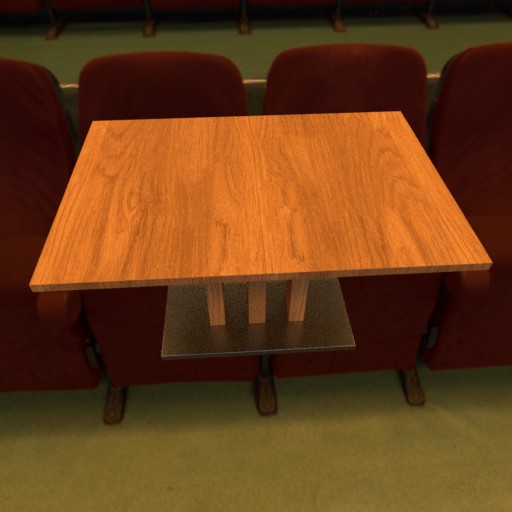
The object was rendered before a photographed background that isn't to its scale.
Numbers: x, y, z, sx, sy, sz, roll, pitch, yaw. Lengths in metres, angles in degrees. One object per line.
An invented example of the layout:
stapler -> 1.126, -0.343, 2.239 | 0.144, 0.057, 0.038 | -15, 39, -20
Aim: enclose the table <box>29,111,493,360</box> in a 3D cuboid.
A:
table -> 0.000, 0.000, 1.827 | 1.300, 0.770, 0.900 | -3, 45, -3
